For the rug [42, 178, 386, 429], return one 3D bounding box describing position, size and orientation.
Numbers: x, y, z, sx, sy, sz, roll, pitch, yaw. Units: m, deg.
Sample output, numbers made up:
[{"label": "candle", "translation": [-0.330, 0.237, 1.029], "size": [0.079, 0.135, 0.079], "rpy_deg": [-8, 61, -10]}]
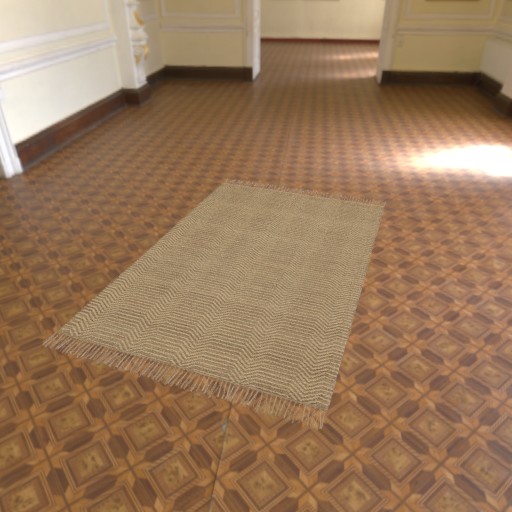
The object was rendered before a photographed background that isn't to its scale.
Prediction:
[{"label": "rug", "translation": [0.000, 0.000, 3.136], "size": [1.528, 0.034, 2.523], "rpy_deg": [11, 33, 17]}]
